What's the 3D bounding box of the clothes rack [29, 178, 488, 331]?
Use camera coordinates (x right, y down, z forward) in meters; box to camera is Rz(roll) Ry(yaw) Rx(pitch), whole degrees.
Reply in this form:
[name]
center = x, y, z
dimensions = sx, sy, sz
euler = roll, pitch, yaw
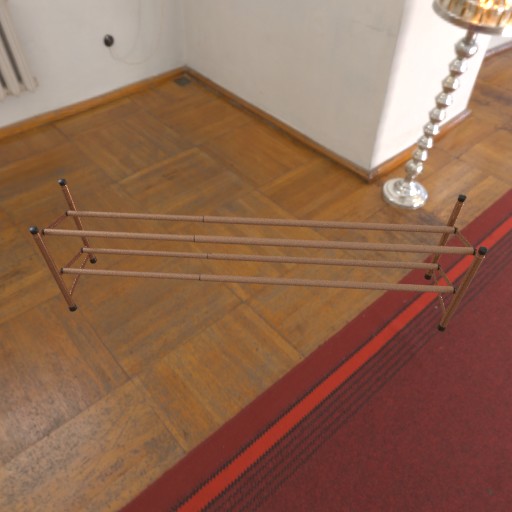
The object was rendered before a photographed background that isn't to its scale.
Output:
[clothes rack]
center = 0.000, 0.000, 1.320
dimensions = 1.168, 0.349, 0.229
euler = 3, 47, 3
